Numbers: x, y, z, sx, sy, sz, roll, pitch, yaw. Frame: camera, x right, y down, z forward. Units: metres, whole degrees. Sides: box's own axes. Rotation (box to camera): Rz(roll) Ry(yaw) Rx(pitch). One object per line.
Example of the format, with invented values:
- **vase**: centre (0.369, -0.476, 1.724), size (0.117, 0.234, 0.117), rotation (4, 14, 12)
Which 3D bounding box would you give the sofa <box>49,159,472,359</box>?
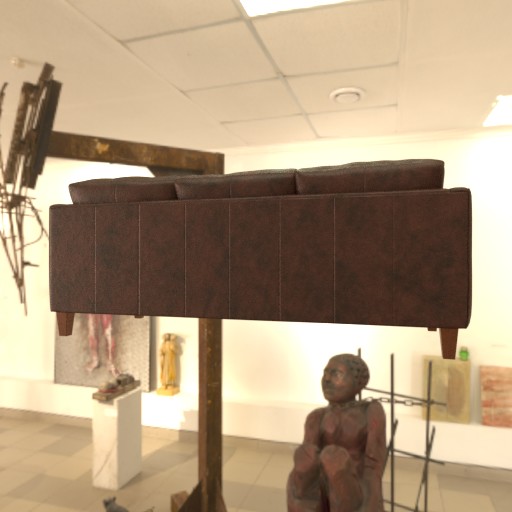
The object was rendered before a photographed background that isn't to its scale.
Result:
- **sofa**: centre (0.000, 0.000, 2.937), size (2.464, 1.006, 1.045), rotation (0, 0, 17)
